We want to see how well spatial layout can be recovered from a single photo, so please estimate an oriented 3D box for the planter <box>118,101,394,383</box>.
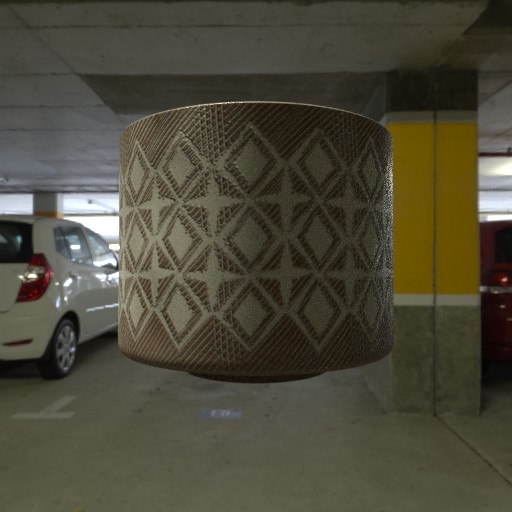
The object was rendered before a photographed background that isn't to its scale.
[{"bbox_3d":[0.000,0.000,0.214,0.126,0.104,0.126,0,-1,0],"label":"planter"}]
